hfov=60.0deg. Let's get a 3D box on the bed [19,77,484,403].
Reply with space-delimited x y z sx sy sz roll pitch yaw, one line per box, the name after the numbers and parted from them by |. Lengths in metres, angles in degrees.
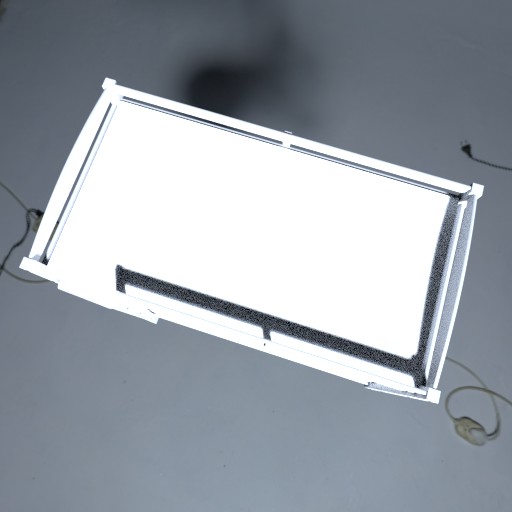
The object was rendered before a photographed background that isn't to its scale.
0.000 0.000 2.676 2.013 1.206 1.105 17 77 4 | bed
